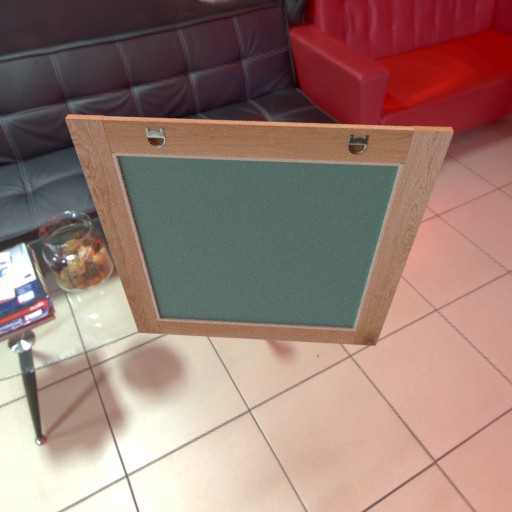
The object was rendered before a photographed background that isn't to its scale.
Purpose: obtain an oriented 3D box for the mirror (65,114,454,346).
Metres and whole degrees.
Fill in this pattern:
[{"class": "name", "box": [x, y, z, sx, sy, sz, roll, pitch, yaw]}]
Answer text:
[{"class": "mirror", "box": [0.000, 0.000, 1.206, 0.800, 0.800, 0.020, 3, 47, 3]}]
